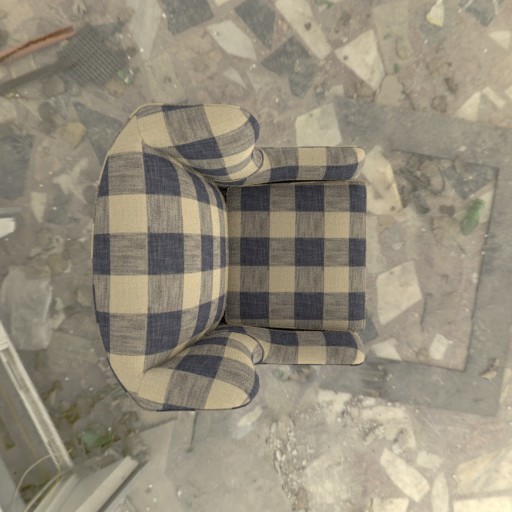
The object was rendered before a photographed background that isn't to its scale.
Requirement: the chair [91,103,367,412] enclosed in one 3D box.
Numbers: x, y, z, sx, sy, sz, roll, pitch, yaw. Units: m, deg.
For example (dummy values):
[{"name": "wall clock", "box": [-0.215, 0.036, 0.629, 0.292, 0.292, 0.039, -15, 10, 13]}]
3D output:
[{"name": "chair", "box": [0.000, 0.000, 1.680, 0.889, 1.041, 0.830, 0, 91, 0]}]
